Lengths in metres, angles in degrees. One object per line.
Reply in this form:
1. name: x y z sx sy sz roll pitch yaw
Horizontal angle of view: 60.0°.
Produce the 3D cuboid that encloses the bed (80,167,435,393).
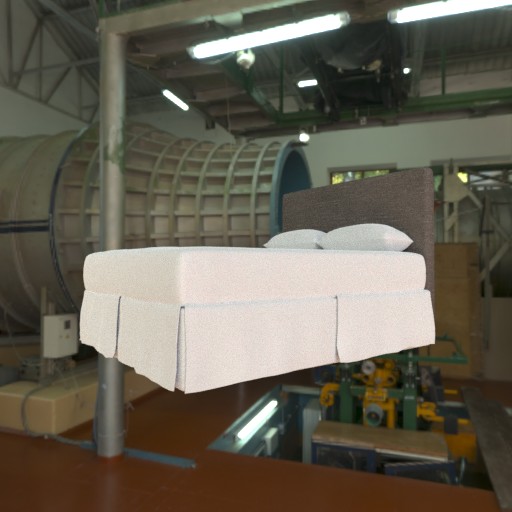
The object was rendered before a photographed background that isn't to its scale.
1. bed: 0.000 0.000 3.278 2.142 1.330 1.723 1 -1 -37
